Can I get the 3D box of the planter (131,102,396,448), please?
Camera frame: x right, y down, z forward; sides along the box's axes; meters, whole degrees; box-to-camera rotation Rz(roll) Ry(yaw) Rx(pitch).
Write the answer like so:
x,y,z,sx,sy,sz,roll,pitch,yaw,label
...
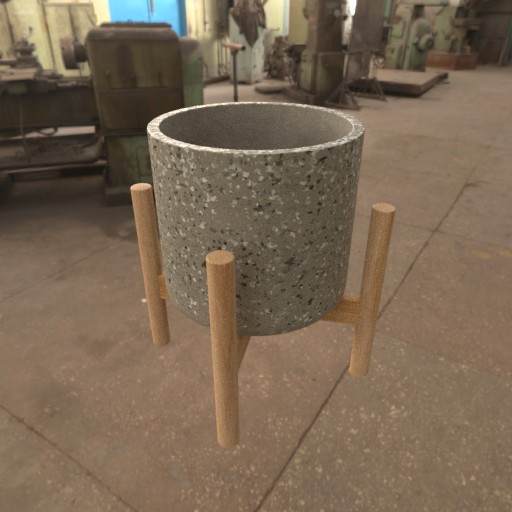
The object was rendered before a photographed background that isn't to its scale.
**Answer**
x,y,z,sx,sy,sz,roll,pitch,yaw,label
0.000,0.000,0.541,0.284,0.320,0.284,19,35,30,planter
